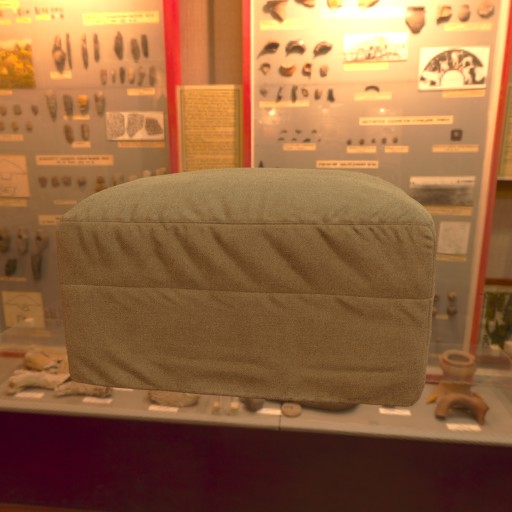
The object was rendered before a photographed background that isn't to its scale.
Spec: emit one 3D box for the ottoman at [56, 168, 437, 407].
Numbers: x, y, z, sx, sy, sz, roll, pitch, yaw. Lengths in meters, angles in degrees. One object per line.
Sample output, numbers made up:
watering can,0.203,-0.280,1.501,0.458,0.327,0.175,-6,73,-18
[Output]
ottoman,0.000,0.000,1.235,0.837,0.481,0.683,2,14,8
